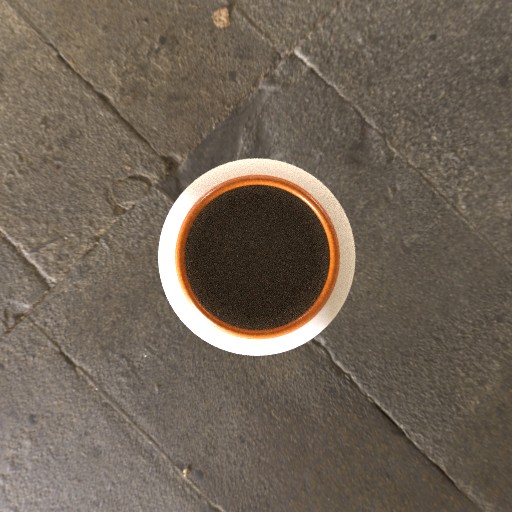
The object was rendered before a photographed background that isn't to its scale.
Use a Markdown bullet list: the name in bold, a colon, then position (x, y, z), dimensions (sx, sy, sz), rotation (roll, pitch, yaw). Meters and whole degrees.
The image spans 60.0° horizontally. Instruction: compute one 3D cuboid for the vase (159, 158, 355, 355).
- **vase**: position (0.000, 0.000, 0.363), dimensions (0.133, 0.282, 0.133), rotation (0, 90, 0)
